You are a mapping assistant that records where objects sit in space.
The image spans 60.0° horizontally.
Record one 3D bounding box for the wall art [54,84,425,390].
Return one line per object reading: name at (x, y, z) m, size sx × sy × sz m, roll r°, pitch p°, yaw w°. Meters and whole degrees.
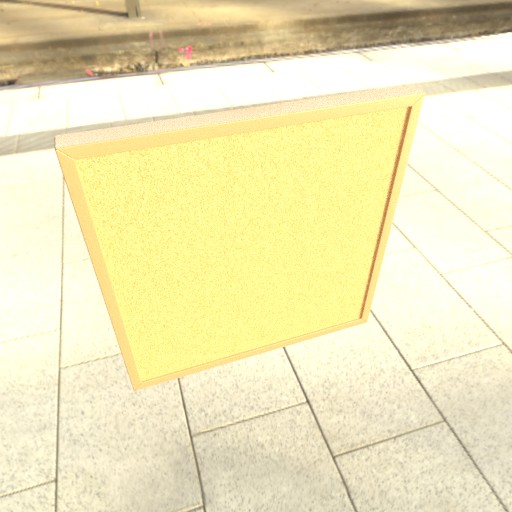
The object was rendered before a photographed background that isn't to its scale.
wall art at (0.000, 0.000, 0.758) m, size 0.509 × 0.509 × 0.036 m, roll -13°, pitch 43°, yaw -15°
